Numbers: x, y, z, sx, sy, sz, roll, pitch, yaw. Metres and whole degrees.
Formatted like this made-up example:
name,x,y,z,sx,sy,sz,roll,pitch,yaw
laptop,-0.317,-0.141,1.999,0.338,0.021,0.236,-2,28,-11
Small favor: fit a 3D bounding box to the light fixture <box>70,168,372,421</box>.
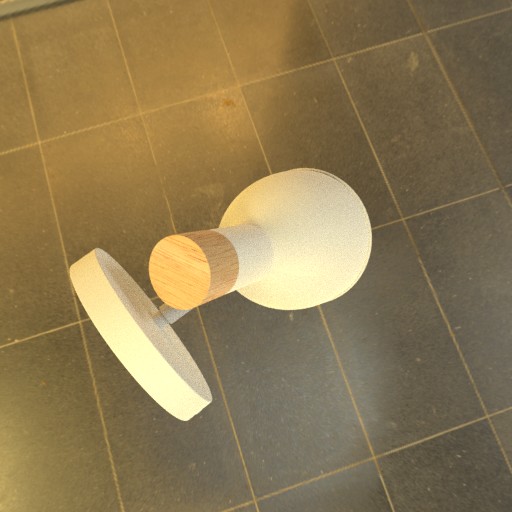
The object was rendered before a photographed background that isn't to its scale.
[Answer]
name,x,y,z,sx,sy,sz,roll,pitch,yaw
light fixture,0.000,0.000,0.331,0.209,0.199,0.127,-37,79,-9
